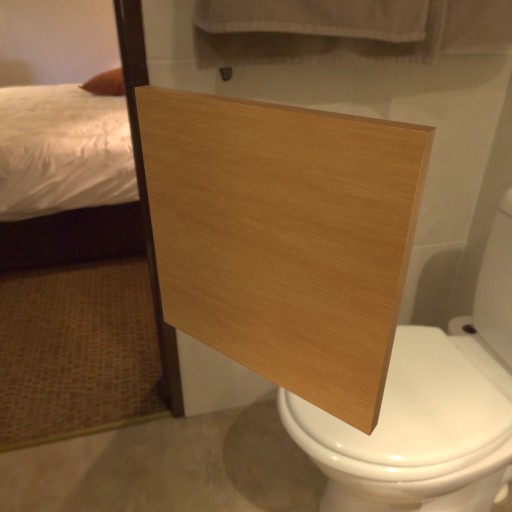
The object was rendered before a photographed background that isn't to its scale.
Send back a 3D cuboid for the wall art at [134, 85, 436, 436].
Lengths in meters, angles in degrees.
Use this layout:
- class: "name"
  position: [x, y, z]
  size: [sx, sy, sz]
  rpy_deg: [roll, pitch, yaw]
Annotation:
- class: "wall art"
  position: [0.000, 0.000, 0.456]
  size: [0.302, 0.302, 0.019]
  rpy_deg: [21, 36, 32]
